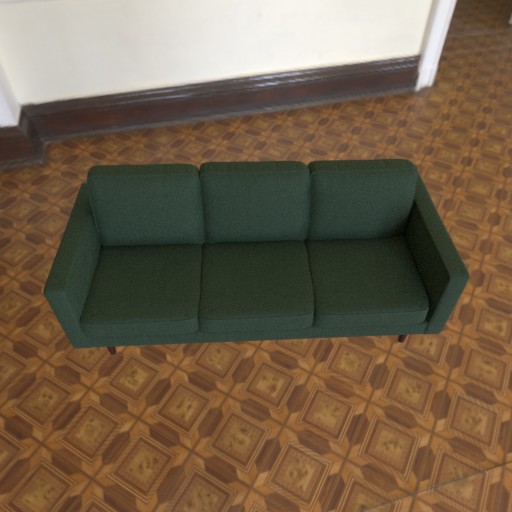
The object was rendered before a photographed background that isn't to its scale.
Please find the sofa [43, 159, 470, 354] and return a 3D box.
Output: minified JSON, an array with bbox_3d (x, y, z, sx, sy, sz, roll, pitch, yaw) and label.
[{"bbox_3d":[0.000,0.000,2.522,2.029,0.899,0.879,-2,47,-2],"label":"sofa"}]
